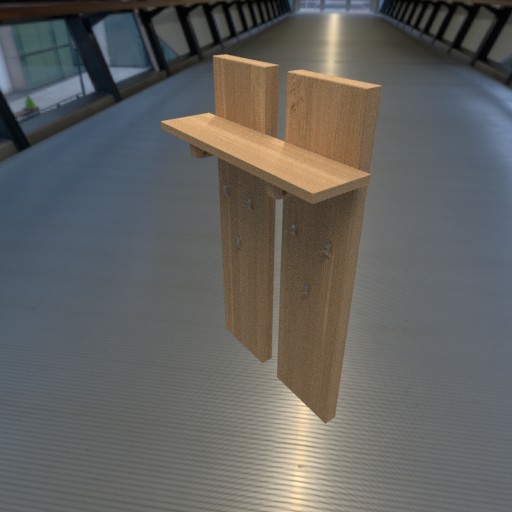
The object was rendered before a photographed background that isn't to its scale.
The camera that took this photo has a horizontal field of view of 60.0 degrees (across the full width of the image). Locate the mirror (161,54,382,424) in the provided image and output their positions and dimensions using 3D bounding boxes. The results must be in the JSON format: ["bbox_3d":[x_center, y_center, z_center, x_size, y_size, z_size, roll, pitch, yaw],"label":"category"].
[{"bbox_3d":[0.000,0.000,1.607,0.260,1.250,0.800,-21,38,-31],"label":"mirror"}]
